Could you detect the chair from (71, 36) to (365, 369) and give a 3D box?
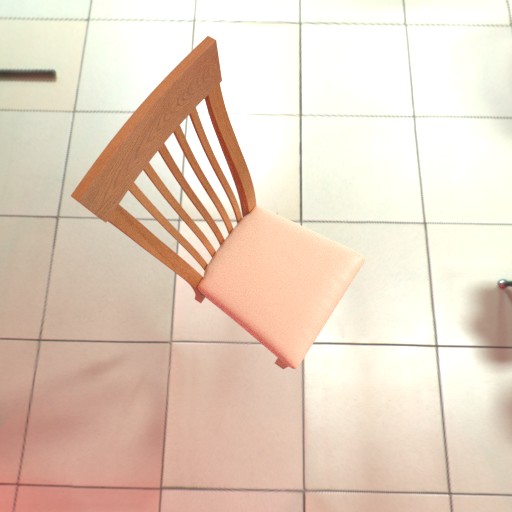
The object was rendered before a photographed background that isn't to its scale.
[{"bbox_3d":[0.000,0.000,1.359,0.580,1.050,0.450,33,77,9],"label":"chair"}]
